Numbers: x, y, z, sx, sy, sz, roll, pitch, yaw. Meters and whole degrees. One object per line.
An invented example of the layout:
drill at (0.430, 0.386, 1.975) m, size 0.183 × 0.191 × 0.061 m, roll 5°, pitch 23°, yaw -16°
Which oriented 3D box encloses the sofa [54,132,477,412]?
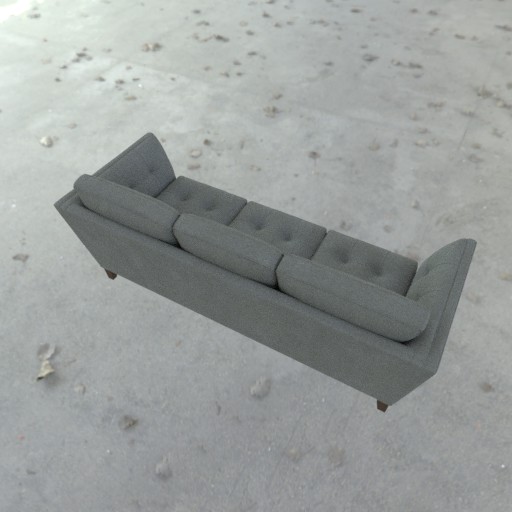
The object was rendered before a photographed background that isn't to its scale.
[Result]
sofa at (0.000, 0.000, 2.883) m, size 2.387 × 0.940 × 0.965 m, roll 22°, pitch 51°, yaw 19°
